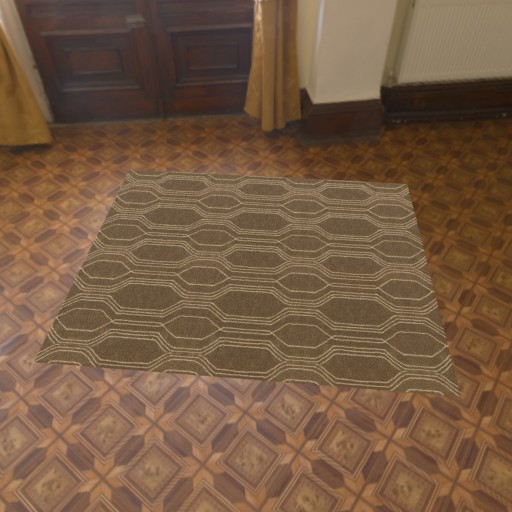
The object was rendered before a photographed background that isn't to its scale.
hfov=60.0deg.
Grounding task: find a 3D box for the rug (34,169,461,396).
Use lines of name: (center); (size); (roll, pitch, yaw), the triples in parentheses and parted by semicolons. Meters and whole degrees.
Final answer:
rug: (0.000, 0.000, 4.018); (3.062, 0.012, 2.457); (4, 46, 4)
